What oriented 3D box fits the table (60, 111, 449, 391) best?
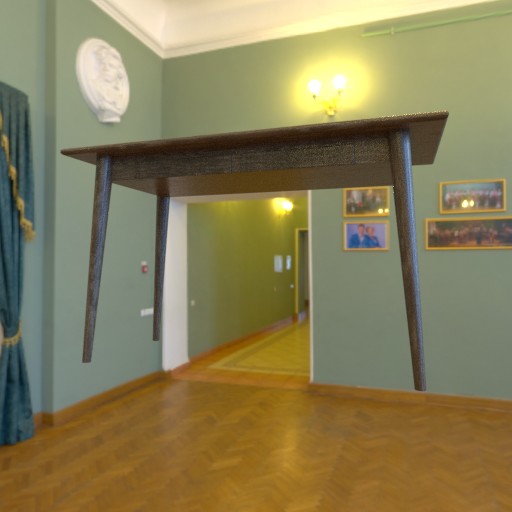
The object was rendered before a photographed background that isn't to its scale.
[{"bbox_3d":[0.000,0.000,1.685,1.300,0.780,0.599,0,-1,18],"label":"table"}]
